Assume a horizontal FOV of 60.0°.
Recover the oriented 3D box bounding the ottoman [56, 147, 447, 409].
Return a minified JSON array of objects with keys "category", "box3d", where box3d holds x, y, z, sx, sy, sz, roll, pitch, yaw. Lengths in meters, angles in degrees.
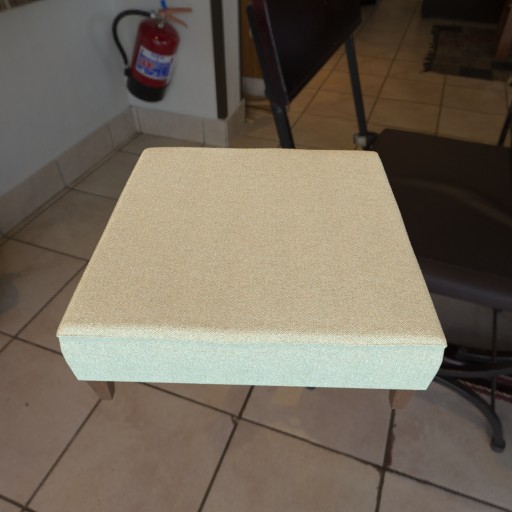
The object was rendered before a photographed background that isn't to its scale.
[{"category":"ottoman","box3d":[0.000,0.000,1.555,0.968,0.379,1.004,1,41,1]}]
